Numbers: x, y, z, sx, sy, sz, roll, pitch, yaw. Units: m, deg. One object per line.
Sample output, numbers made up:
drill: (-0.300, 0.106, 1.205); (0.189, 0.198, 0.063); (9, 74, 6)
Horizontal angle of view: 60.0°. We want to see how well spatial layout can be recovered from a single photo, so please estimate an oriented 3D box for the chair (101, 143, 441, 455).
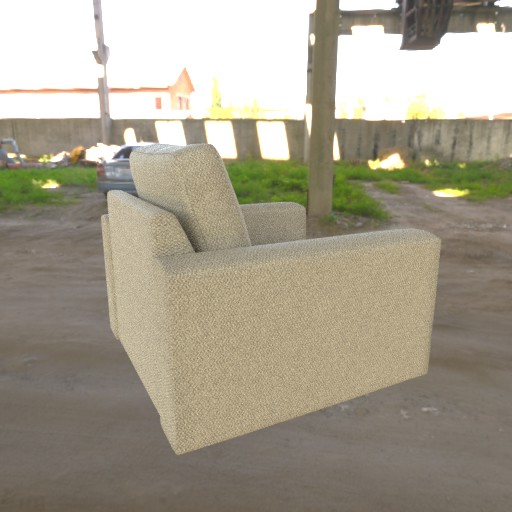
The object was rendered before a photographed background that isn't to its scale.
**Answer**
chair: (0.000, 0.000, 1.770); (1.016, 0.873, 1.005); (-7, 16, -27)
